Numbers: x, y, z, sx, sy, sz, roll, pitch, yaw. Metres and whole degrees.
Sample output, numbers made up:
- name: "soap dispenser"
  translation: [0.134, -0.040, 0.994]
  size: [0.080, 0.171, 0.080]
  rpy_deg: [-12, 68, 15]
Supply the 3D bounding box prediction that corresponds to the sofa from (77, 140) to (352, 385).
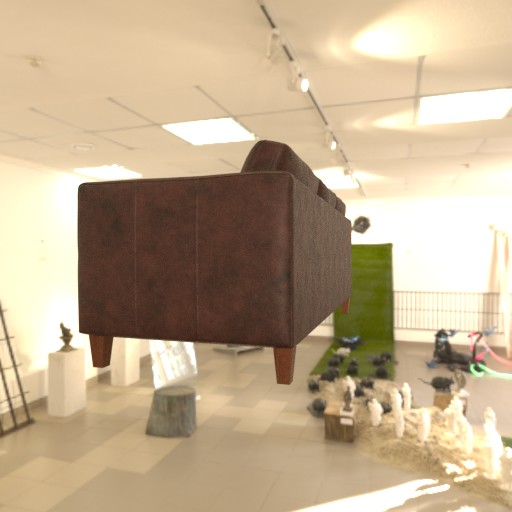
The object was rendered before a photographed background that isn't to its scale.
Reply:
- name: "sofa"
  translation: [0.000, 0.000, 2.975]
  size: [1.045, 1.006, 2.464]
  rpy_deg: [0, 0, 17]
